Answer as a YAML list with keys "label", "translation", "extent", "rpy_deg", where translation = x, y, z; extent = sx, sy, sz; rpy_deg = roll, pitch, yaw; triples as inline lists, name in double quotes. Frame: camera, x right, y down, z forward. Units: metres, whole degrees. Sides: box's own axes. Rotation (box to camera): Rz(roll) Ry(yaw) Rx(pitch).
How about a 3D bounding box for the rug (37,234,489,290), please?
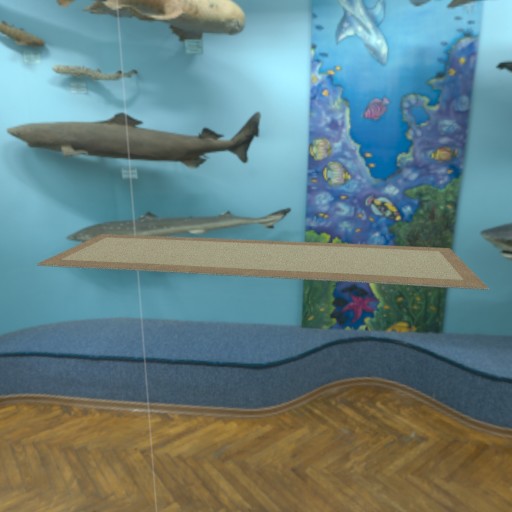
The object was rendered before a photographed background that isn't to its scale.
- label: "rug"
  translation: [0.000, 0.000, 2.710]
  extent: [2.430, 0.012, 0.767]
  rpy_deg: [3, 16, 9]
